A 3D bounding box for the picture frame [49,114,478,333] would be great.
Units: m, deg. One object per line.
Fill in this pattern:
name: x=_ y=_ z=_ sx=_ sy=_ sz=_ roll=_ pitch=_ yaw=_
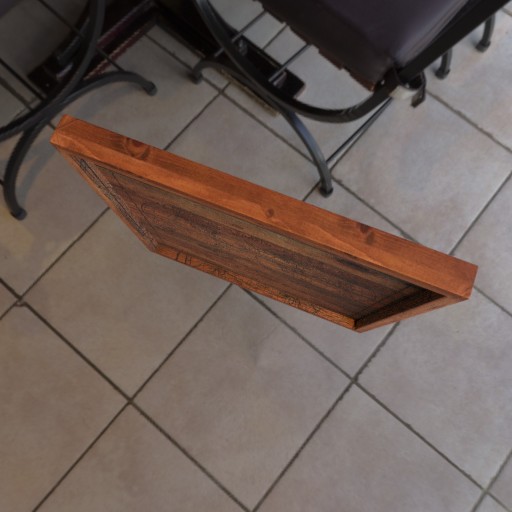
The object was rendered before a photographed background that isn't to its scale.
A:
picture frame: x=0.000 y=0.000 z=0.520 sx=0.352 sy=0.356 sz=0.028 roll=21 pitch=77 yaw=5
